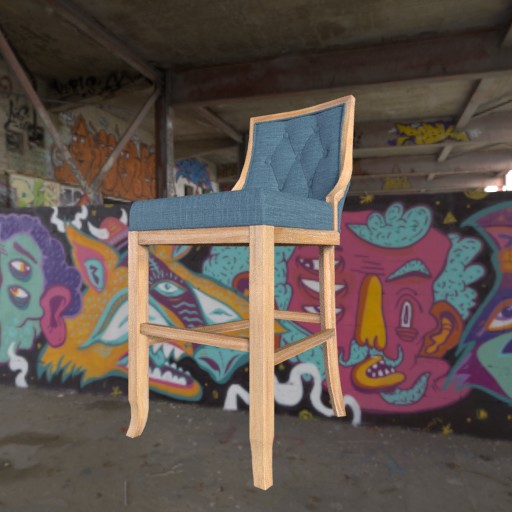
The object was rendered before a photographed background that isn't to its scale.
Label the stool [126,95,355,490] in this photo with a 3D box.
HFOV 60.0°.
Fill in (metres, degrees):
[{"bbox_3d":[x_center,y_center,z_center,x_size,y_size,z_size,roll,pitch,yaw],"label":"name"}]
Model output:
[{"bbox_3d":[0.000,0.000,1.442,0.524,1.101,0.626,0,0,37],"label":"stool"}]
